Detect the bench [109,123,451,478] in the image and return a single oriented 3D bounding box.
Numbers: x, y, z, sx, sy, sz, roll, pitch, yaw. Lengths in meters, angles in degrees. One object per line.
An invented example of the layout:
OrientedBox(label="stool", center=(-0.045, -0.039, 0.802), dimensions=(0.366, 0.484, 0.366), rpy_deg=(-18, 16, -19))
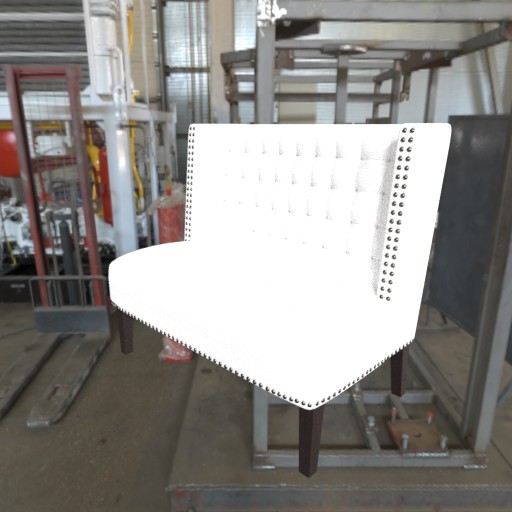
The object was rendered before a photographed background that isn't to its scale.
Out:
OrientedBox(label="bench", center=(0.000, 0.000, 1.964), dimensions=(1.280, 1.123, 0.847), rpy_deg=(16, 23, 42))
